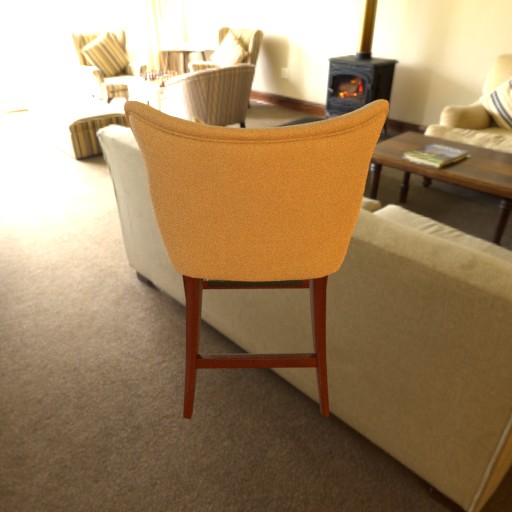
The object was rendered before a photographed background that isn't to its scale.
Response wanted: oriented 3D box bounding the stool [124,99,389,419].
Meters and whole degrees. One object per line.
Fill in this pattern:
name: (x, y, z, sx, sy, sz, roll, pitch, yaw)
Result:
stool: (0.000, 0.000, 1.329, 0.601, 0.951, 0.570, 0, 31, -1)
